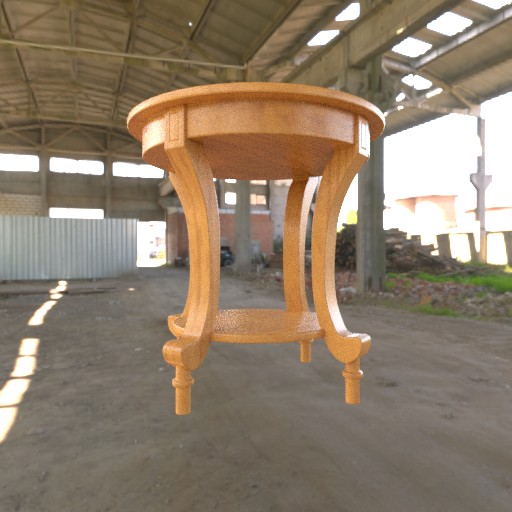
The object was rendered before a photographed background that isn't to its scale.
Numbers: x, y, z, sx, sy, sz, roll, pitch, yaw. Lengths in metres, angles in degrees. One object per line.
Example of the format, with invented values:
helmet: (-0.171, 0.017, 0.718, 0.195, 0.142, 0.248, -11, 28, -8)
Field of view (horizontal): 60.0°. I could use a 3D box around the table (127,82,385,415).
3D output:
table: (0.000, 0.000, 1.072, 0.597, 0.612, 0.597, 0, 1, 0)
